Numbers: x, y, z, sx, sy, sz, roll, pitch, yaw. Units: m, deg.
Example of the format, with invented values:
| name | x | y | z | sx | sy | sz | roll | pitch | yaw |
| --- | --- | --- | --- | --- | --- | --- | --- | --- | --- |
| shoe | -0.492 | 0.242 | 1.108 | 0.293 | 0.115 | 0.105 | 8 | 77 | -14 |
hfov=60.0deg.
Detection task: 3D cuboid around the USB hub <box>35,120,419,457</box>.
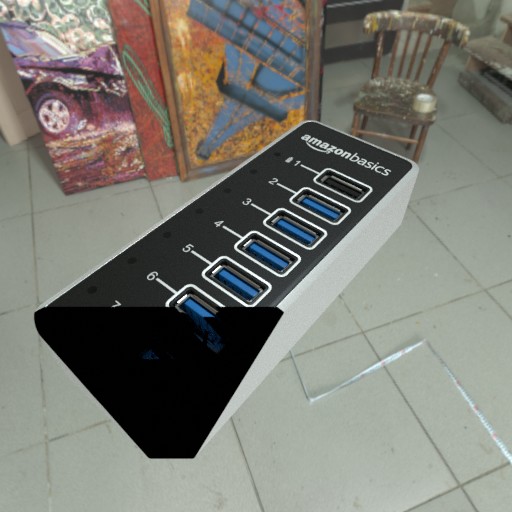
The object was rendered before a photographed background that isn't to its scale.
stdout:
| name | x | y | z | sx | sy | sz | roll | pitch | yaw |
| --- | --- | --- | --- | --- | --- | --- | --- | --- | --- |
| USB hub | 0.000 | 0.000 | 0.126 | 0.044 | 0.023 | 0.110 | 32 | 55 | 25 |
